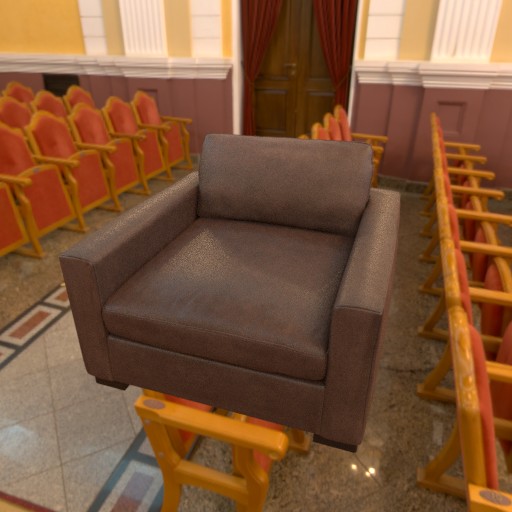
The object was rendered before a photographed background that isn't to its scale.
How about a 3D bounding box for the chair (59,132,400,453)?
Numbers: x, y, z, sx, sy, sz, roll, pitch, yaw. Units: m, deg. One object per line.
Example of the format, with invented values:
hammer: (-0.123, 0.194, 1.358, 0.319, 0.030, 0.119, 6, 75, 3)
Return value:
chair: (0.000, 0.000, 1.823, 1.100, 0.812, 1.069, 9, 29, 17)
